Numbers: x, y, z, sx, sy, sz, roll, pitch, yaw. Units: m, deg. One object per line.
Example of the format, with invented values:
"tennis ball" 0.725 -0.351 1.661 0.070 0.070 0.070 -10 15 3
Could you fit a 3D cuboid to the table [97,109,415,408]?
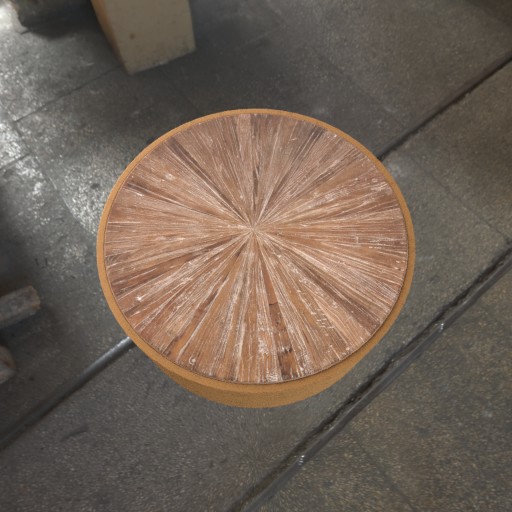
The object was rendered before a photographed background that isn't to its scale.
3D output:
"table" 0.000 0.000 1.586 1.001 0.409 1.001 0 65 0
